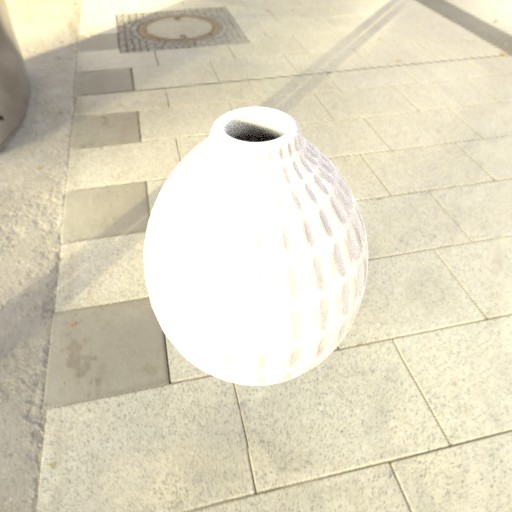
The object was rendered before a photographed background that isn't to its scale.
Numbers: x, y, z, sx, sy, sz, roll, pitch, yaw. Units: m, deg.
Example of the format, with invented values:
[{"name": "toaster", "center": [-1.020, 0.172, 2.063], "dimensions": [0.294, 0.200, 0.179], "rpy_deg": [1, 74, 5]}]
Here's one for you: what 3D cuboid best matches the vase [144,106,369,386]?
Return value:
[{"name": "vase", "center": [0.000, 0.000, 0.258], "dimensions": [0.128, 0.167, 0.128], "rpy_deg": [0, 45, 0]}]
